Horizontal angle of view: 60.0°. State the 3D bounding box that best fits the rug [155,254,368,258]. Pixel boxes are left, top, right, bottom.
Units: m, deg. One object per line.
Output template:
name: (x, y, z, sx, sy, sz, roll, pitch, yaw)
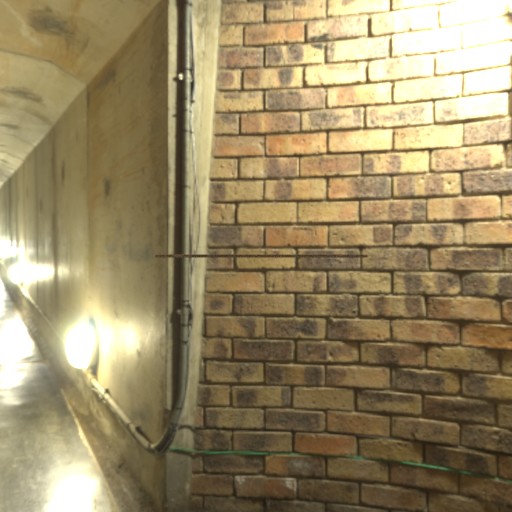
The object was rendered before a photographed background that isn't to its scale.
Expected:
rug: (0.000, 0.000, 2.769, 0.750, 0.011, 2.435, 0, 0, -1)
